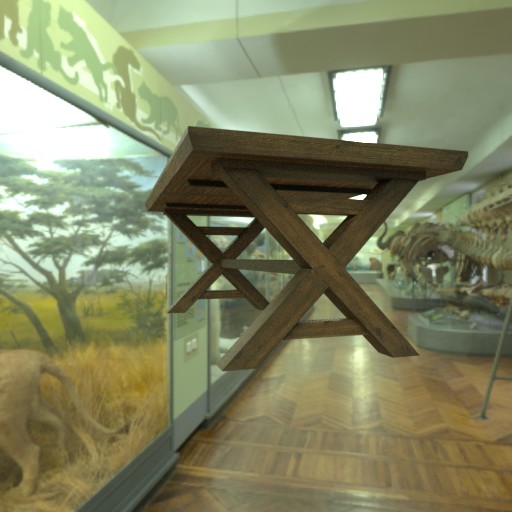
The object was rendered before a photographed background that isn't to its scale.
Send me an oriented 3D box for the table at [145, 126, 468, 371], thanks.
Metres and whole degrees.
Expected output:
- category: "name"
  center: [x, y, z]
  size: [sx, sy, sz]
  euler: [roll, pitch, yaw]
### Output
- category: "table"
  center: [0.000, 0.000, 2.462]
  size: [1.071, 0.793, 1.966]
  euler: [0, 0, -18]
